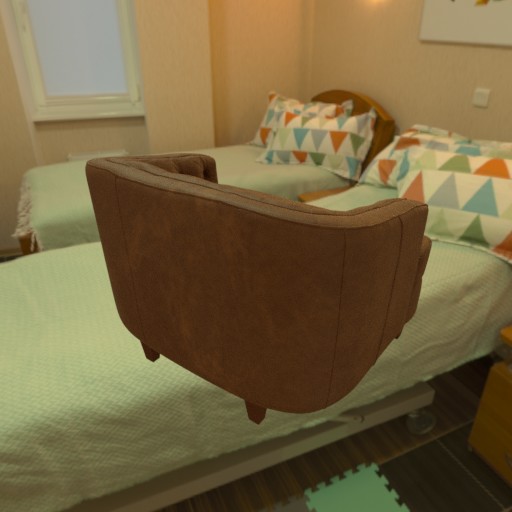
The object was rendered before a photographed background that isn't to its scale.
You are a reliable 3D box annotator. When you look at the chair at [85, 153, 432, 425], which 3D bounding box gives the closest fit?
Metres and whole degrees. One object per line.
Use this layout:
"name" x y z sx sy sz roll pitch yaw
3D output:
"chair" 0.000 0.000 1.743 1.119 0.836 0.911 19 34 31
